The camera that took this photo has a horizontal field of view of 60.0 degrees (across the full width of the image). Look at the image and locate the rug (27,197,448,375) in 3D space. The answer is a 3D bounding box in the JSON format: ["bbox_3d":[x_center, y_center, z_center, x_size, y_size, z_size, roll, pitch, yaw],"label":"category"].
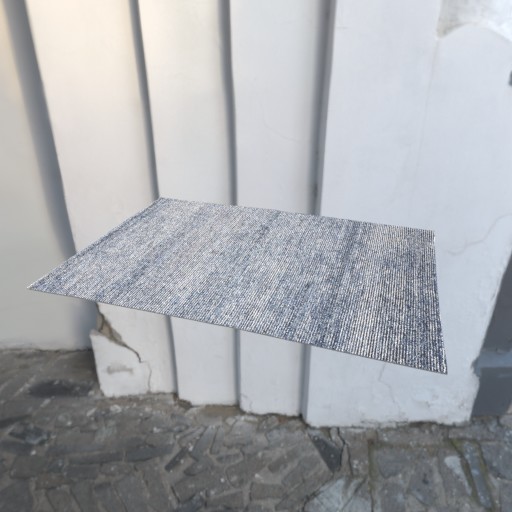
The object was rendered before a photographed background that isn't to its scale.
[{"bbox_3d":[0.000,0.000,2.994,2.349,0.030,1.624,9,29,16],"label":"rug"}]
